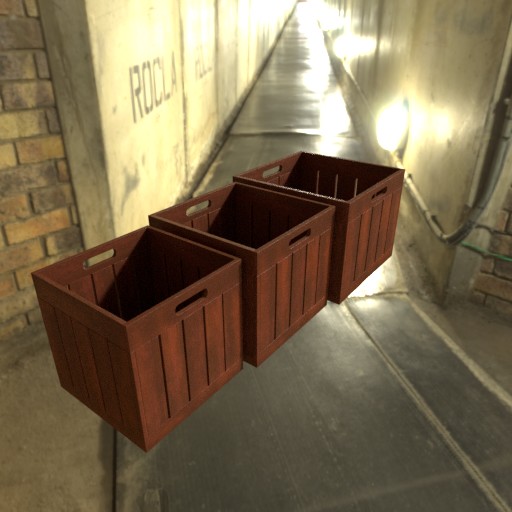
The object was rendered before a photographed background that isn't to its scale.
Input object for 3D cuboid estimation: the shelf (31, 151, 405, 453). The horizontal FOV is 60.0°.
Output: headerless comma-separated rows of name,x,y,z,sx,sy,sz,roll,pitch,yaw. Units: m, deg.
shelf,0.000,0.000,1.219,0.393,0.311,1.064,19,33,33
